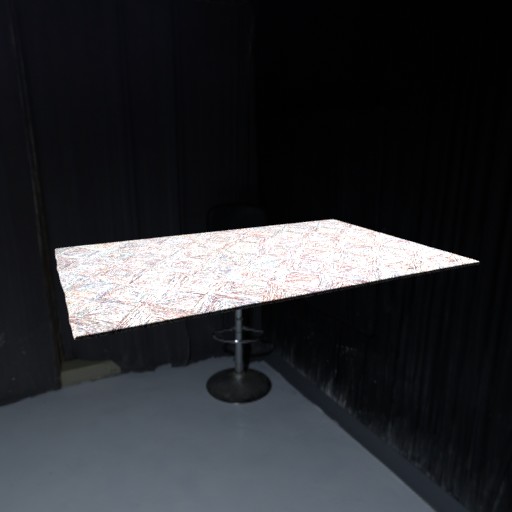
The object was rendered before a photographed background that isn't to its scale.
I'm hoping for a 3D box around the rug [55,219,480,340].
[{"bbox_3d":[0.000,0.000,2.162,1.761,0.014,1.143,-8,18,-26],"label":"rug"}]
